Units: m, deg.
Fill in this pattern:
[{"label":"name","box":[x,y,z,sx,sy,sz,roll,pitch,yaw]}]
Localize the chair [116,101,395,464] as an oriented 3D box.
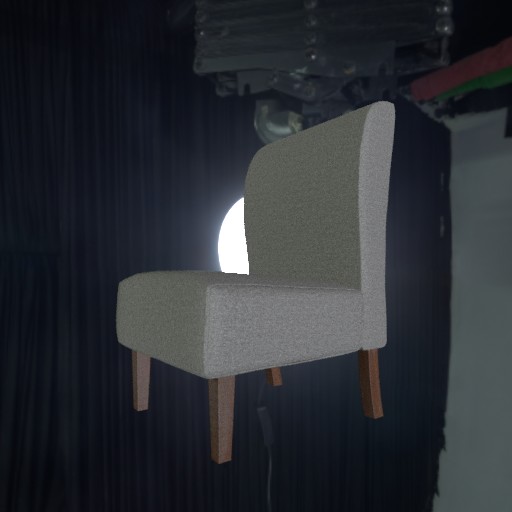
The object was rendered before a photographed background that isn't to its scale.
[{"label":"chair","box":[0.000,0.000,1.156,0.592,0.804,0.513,2,-3,-37]}]
